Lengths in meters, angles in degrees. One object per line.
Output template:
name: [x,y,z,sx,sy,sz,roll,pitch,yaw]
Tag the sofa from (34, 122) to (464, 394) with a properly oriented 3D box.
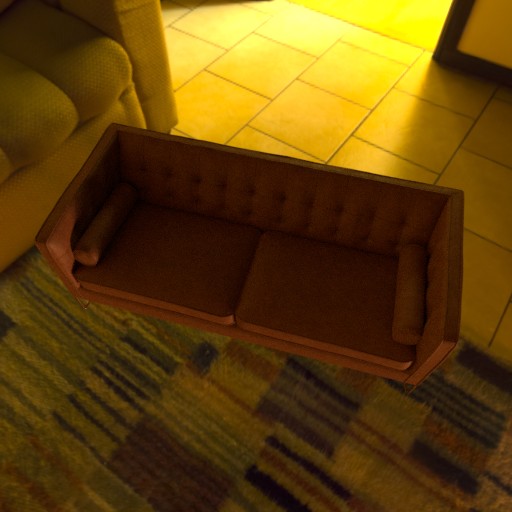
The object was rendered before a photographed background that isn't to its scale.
sofa: [0.000,0.000,2.585,2.079,0.798,0.912,13,57,8]
